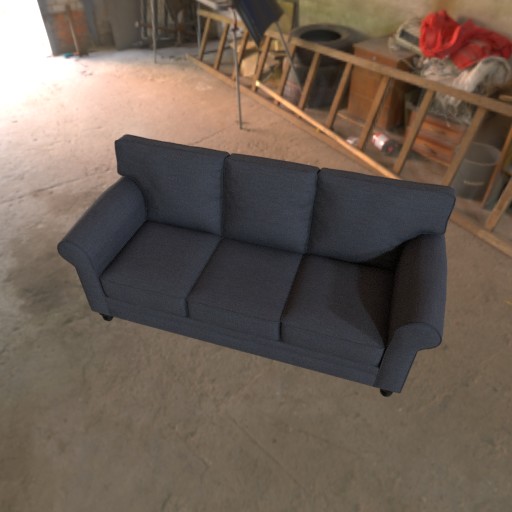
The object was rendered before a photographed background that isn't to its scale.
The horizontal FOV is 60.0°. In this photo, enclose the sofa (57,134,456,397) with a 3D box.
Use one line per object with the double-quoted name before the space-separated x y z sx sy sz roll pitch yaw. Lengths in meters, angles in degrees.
"sofa" 0.000 0.000 2.647 2.084 0.966 0.909 12 44 13
